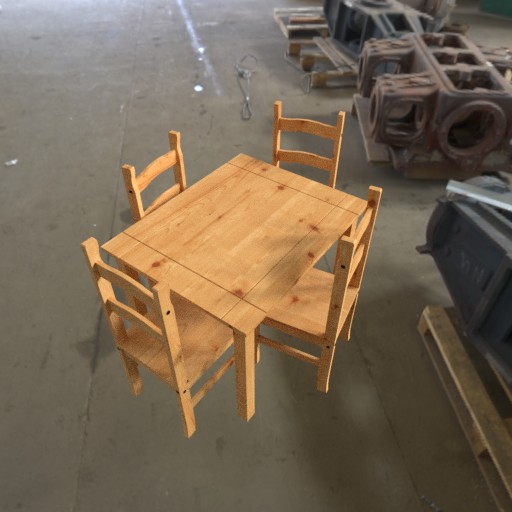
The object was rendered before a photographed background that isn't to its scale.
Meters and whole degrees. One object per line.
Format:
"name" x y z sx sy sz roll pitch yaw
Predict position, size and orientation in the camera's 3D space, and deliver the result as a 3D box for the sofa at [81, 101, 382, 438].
"sofa" 0.000 0.000 2.259 1.144 1.000 1.529 27 49 26
